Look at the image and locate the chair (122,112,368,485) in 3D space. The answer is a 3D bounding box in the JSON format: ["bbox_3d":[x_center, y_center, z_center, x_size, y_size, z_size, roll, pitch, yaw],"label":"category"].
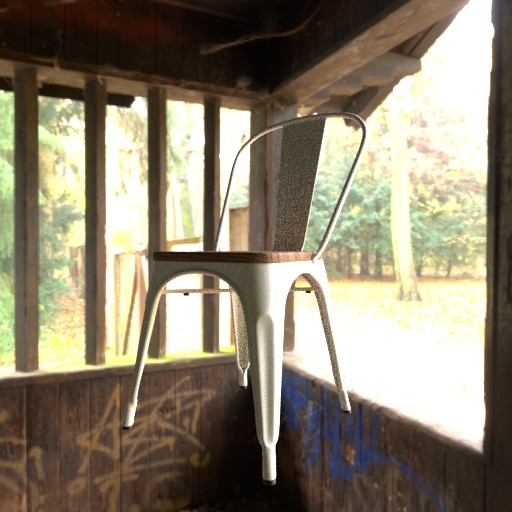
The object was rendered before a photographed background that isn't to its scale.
[{"bbox_3d":[0.000,0.000,1.164,0.452,0.851,0.521,1,1,36],"label":"chair"}]
